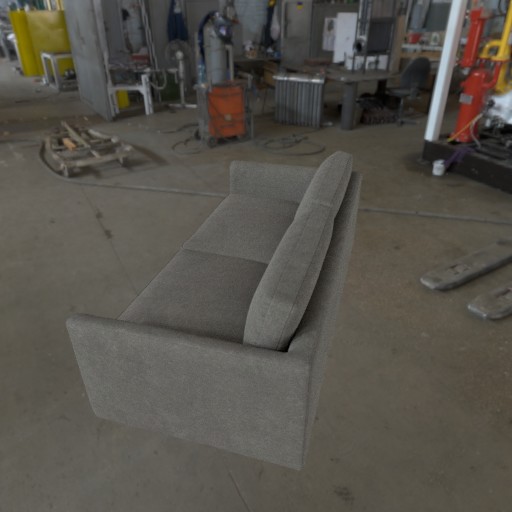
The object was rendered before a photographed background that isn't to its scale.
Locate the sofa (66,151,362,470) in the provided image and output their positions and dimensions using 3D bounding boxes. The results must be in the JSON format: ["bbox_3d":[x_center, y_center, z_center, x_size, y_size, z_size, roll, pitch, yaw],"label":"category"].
[{"bbox_3d":[0.000,0.000,2.811,1.092,0.838,2.257,9,32,14],"label":"sofa"}]
